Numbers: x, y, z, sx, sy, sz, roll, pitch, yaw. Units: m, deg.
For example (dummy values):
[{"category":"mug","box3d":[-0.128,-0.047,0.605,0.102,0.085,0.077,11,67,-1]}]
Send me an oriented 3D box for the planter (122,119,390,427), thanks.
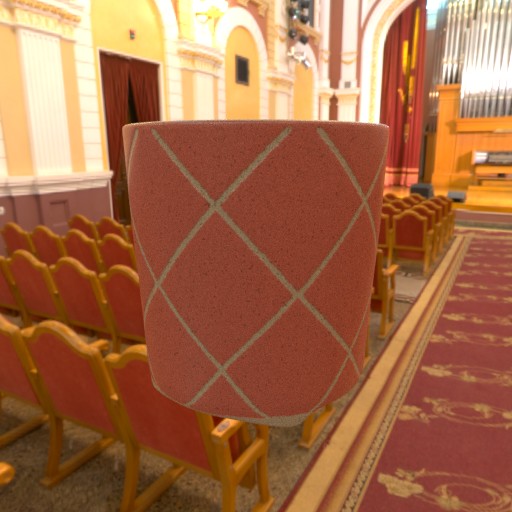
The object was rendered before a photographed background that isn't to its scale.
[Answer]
[{"category":"planter","box3d":[0.000,0.000,0.420,0.227,0.235,0.227,0,14,0]}]
